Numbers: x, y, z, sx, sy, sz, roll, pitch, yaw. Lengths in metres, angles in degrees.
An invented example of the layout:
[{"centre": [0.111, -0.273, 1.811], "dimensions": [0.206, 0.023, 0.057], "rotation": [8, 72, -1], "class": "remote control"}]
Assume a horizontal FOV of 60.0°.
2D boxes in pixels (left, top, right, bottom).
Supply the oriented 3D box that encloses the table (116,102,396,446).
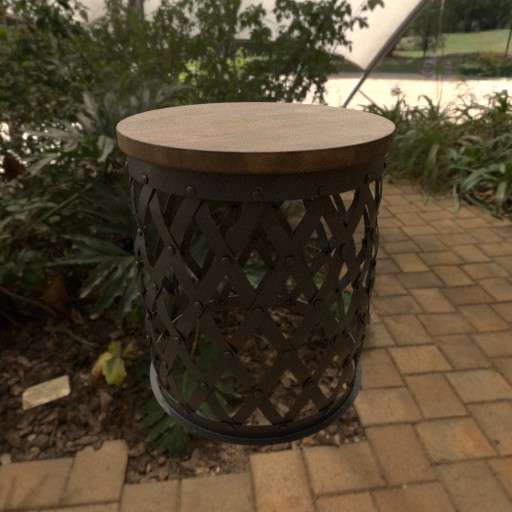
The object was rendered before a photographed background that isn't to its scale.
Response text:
[{"centre": [0.000, 0.000, 0.765], "dimensions": [0.405, 0.454, 0.405], "rotation": [0, 26, 0], "class": "table"}]
